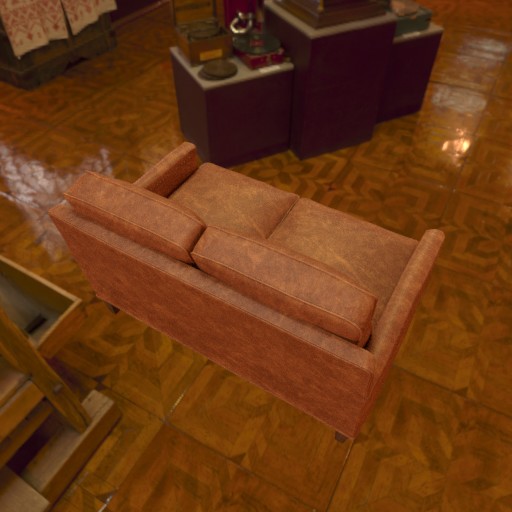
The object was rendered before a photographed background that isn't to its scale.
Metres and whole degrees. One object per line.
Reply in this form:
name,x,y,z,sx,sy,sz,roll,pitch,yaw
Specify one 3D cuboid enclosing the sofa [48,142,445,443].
sofa,0.000,0.000,2.234,1.597,1.003,1.084,24,52,21
